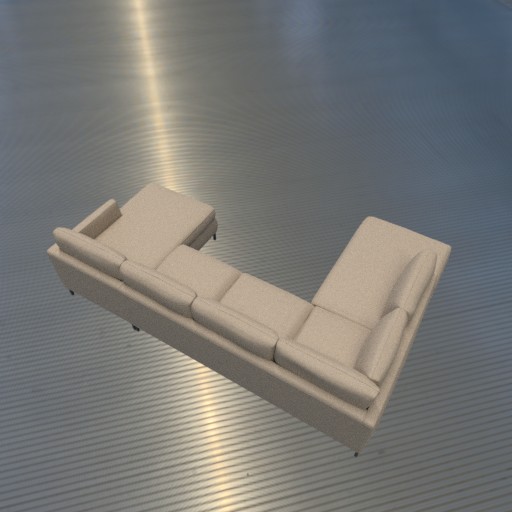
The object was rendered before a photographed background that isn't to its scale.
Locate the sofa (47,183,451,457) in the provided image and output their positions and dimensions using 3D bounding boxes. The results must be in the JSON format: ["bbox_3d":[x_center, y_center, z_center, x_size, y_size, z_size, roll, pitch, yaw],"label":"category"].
[{"bbox_3d":[0.000,0.000,3.642,2.737,0.756,1.879,24,52,20],"label":"sofa"}]
